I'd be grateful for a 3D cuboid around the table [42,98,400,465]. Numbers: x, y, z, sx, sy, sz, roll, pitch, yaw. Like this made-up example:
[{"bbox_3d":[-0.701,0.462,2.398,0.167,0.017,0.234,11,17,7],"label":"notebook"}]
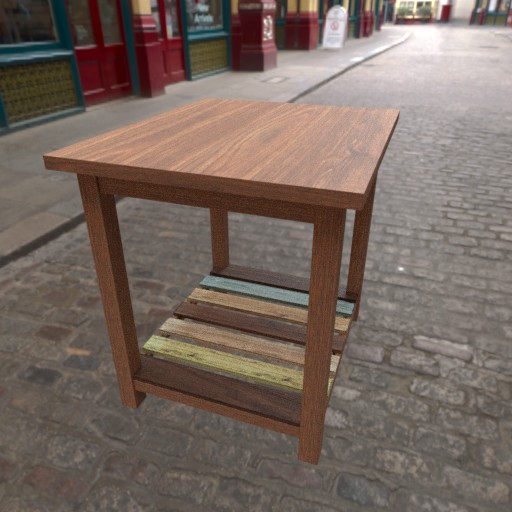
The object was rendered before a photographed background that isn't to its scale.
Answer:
[{"bbox_3d":[0.000,0.000,1.119,0.559,0.635,0.660,10,30,18],"label":"table"}]
